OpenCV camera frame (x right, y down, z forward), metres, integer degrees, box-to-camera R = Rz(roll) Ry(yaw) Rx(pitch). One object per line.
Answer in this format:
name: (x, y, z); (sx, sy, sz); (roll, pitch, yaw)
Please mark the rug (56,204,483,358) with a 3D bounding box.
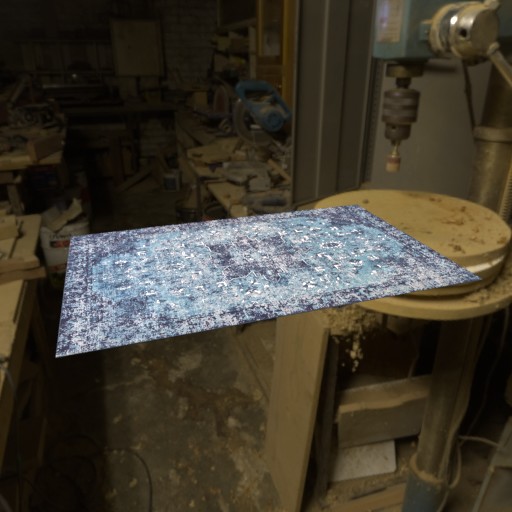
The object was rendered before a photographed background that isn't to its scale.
rug: (0.000, 0.000, 3.034); (2.440, 0.007, 1.525); (-8, 26, -16)
